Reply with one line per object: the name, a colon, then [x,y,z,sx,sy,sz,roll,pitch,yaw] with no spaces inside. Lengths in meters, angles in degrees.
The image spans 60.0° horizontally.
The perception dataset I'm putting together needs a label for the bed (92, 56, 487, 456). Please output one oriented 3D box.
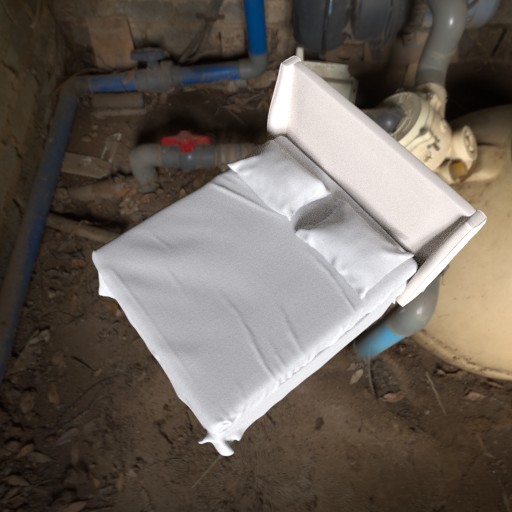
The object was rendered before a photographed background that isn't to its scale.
bed: [0.000,0.000,3.398,2.276,1.332,1.925,-35,69,-16]
